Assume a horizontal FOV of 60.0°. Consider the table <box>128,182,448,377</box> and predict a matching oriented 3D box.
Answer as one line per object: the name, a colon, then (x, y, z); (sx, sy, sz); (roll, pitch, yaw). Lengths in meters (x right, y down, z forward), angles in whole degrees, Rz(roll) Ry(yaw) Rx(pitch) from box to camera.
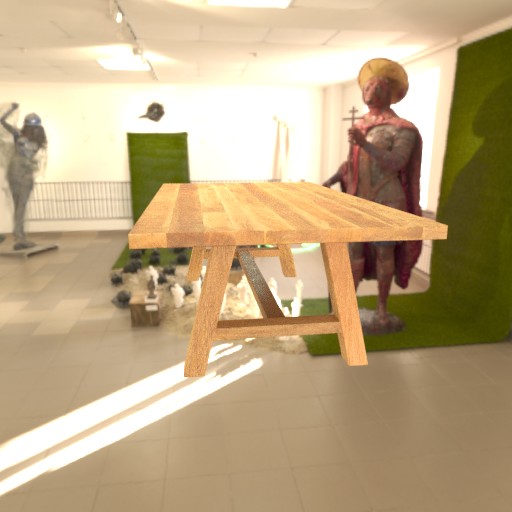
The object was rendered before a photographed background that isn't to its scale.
table: (0.000, 0.000, 1.720); (0.760, 0.455, 1.320); (-2, 14, -8)
